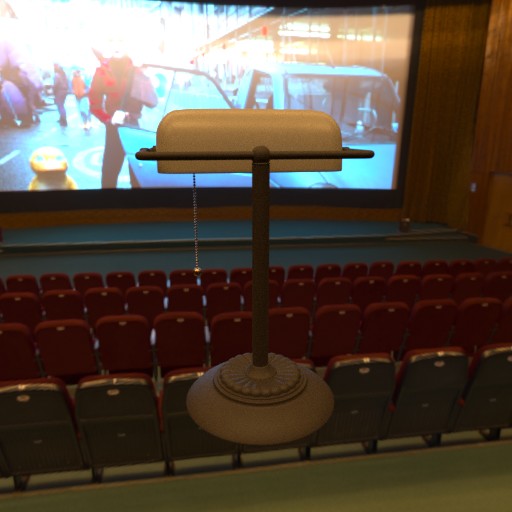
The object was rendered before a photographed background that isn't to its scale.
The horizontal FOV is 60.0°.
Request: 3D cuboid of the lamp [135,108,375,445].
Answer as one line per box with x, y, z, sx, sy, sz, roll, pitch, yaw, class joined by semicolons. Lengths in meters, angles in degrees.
0.000;0.000;0.528;0.264;0.339;0.243;-2;16;-9;lamp
